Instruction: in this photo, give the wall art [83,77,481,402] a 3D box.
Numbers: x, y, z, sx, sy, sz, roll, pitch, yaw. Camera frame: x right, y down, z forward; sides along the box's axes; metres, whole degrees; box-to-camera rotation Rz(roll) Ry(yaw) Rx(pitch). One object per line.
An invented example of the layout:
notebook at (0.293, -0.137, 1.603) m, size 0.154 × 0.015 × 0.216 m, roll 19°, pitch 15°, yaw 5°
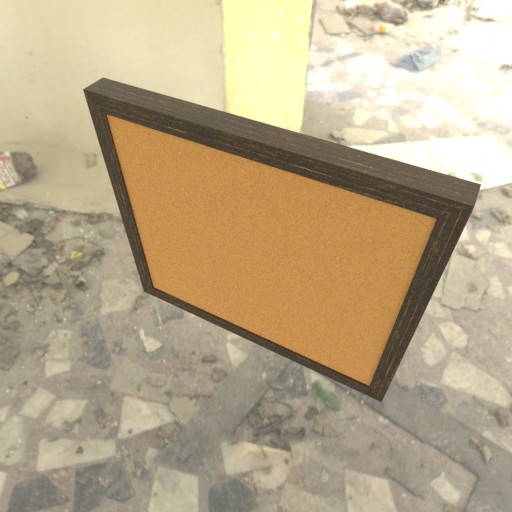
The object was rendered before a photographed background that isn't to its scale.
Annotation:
wall art at (0.000, 0.000, 0.517) m, size 0.381 × 0.330 × 0.031 m, roll 21°, pitch 51°, yaw 19°
